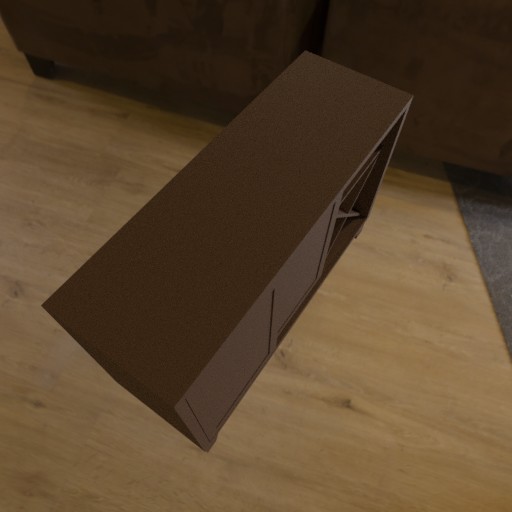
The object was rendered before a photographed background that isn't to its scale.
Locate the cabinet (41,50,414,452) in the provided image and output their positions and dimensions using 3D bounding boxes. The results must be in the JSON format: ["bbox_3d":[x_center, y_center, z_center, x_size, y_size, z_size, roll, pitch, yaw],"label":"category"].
[{"bbox_3d":[0.000,0.000,1.844,0.482,0.914,1.396,31,64,17],"label":"cabinet"}]
